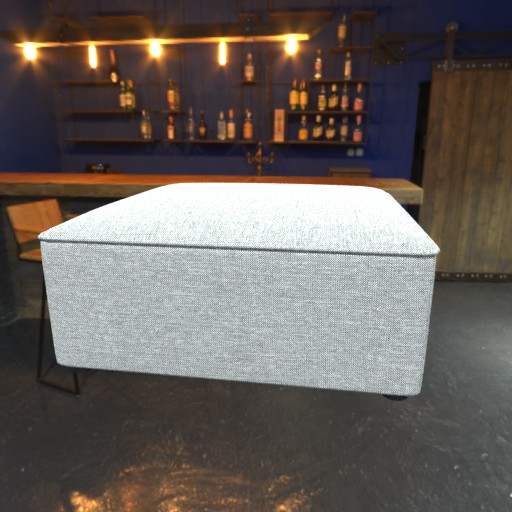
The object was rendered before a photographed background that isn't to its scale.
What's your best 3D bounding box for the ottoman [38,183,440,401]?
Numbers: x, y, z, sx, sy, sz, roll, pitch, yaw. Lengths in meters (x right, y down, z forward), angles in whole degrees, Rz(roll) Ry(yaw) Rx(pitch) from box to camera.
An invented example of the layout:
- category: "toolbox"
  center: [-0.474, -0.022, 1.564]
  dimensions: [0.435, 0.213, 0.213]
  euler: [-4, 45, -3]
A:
- category: "ottoman"
  center: [0.000, 0.000, 1.572]
  dimensions: [1.005, 0.455, 1.005]
  euler: [3, 16, 9]
